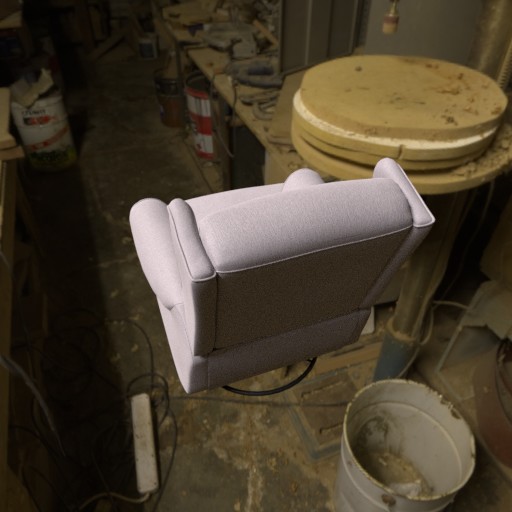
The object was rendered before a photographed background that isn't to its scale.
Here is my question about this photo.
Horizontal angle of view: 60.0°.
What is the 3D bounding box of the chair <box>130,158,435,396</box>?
[{"bbox_3d":[0.000,0.000,1.692,0.847,1.011,0.969,-13,43,-15],"label":"chair"}]
